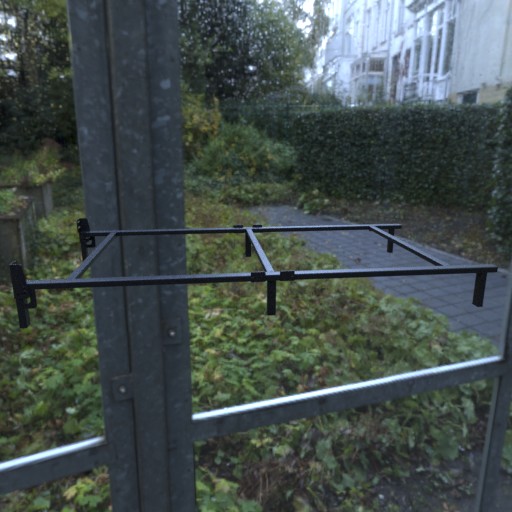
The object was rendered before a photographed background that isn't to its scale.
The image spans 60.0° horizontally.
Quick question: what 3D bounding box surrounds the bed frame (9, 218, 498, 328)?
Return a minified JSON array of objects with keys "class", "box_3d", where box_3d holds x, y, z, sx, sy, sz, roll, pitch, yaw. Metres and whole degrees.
[{"class":"bed frame","box_3d":[0.000,0.000,2.189,1.897,0.248,0.968,-2,15,-7]}]
